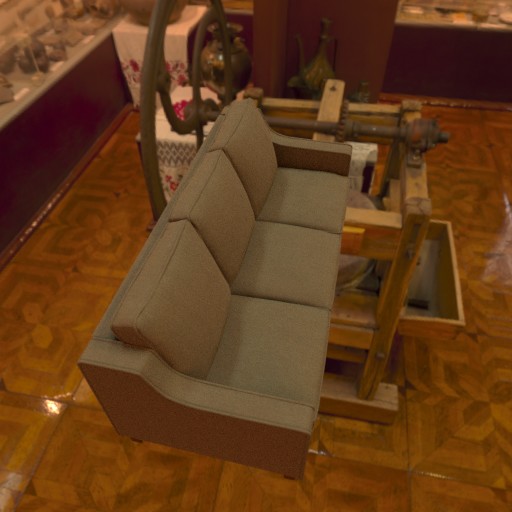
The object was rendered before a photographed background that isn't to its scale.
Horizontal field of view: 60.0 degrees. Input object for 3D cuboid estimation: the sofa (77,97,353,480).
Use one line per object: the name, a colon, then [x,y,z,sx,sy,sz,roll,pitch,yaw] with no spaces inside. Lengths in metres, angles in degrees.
sofa: [0.000,0.000,2.467,0.911,0.974,1.986,9,47,9]
